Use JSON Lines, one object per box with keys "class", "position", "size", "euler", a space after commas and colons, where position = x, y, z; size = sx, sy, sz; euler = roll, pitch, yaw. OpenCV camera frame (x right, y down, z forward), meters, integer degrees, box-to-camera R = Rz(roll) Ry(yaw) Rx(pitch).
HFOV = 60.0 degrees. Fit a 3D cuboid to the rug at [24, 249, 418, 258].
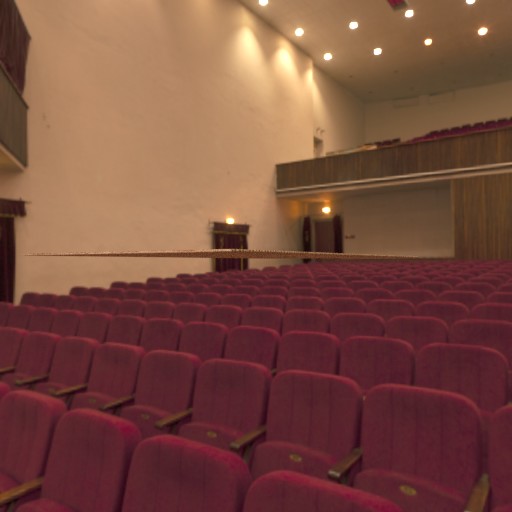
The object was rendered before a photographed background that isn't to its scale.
{"class": "rug", "position": [0.000, 0.000, 3.080], "size": [1.533, 0.011, 2.439], "euler": [-1, -1, 36]}
